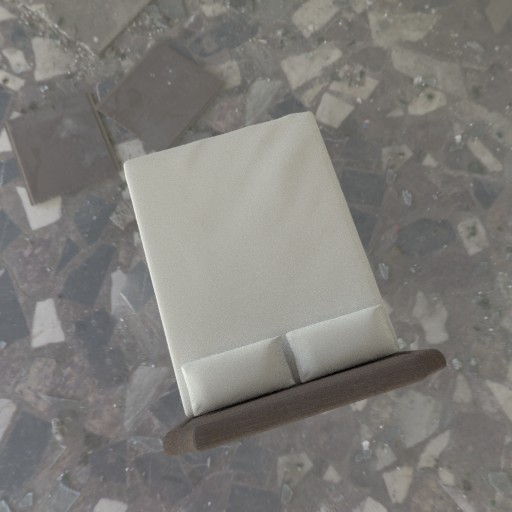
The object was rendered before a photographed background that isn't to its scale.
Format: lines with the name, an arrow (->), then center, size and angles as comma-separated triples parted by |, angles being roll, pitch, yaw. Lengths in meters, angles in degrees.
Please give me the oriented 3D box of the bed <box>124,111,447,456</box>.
bed -> 0.000, 0.000, 3.157 | 1.693, 1.290, 2.116 | -16, 77, -4
